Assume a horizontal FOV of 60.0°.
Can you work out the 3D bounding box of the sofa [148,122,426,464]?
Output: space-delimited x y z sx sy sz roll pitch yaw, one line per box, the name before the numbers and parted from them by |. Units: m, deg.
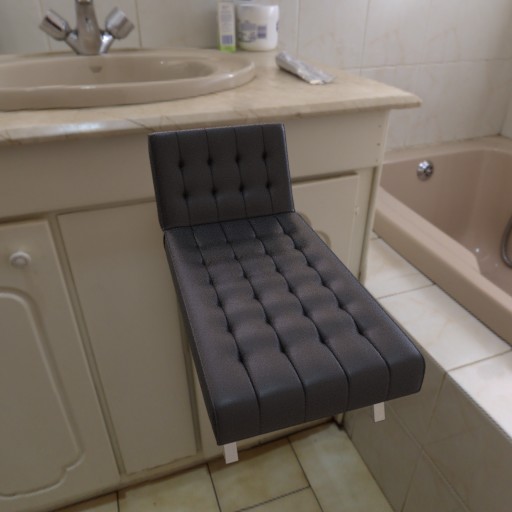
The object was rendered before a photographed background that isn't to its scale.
sofa | 0.000 0.000 2.013 0.760 0.820 1.560 -9 33 -15
